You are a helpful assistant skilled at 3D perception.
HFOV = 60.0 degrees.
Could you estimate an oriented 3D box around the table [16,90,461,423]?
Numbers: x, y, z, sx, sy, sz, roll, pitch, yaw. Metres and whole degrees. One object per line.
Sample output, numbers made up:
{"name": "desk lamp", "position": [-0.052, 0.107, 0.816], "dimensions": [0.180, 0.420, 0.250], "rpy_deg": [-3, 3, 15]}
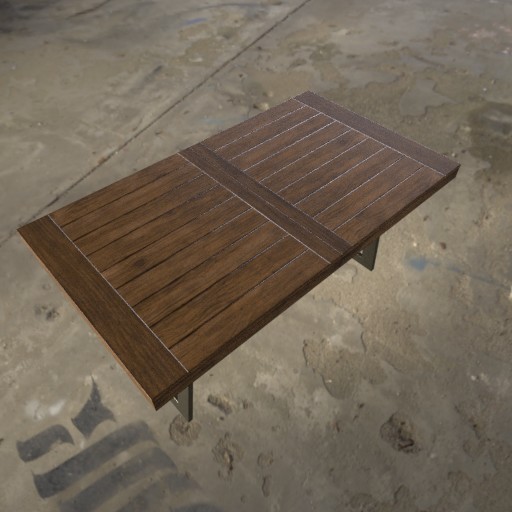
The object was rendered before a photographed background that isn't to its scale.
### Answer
{"name": "table", "position": [0.000, 0.000, 2.120], "dimensions": [1.641, 0.757, 0.931], "rpy_deg": [-34, 56, -27]}
